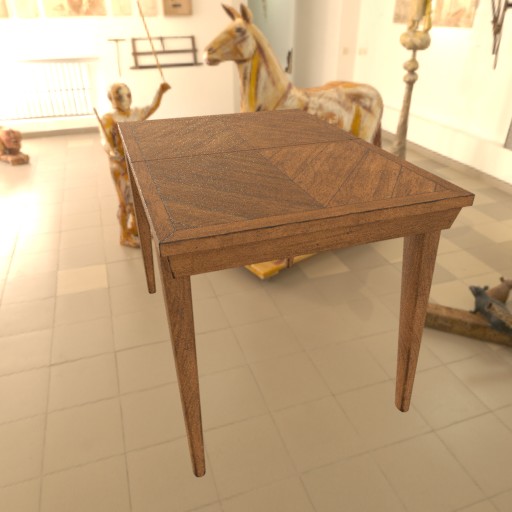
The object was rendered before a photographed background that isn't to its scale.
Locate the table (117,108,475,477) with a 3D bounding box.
[{"bbox_3d":[0.000,0.000,1.567,0.757,0.760,1.027,-10,32,-17],"label":"table"}]
